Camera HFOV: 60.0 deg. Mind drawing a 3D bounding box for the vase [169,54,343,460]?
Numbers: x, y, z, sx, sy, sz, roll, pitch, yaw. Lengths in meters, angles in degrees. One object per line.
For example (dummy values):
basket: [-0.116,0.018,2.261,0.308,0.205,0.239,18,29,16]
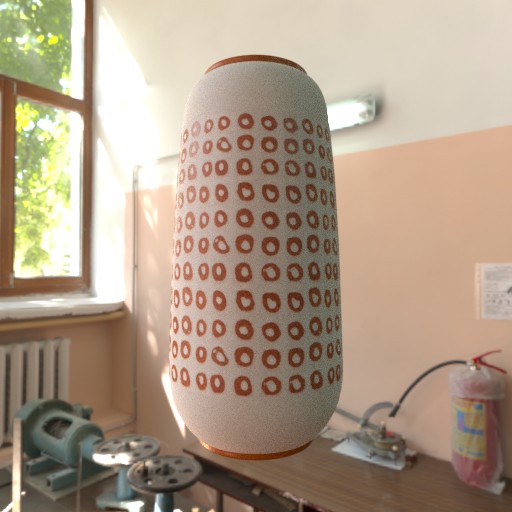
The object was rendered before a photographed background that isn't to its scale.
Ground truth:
vase: [0.000,0.000,0.348,0.133,0.282,0.133,0,-1,0]
